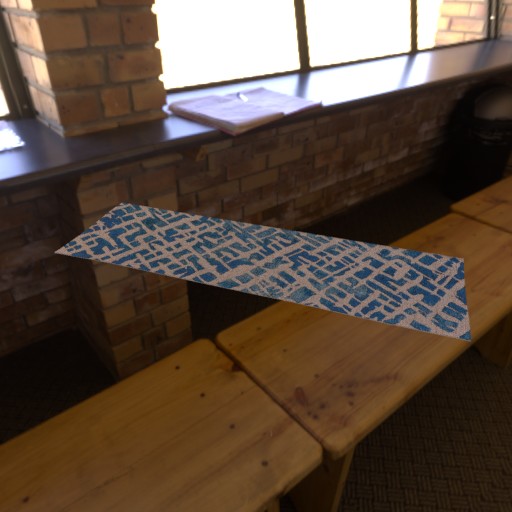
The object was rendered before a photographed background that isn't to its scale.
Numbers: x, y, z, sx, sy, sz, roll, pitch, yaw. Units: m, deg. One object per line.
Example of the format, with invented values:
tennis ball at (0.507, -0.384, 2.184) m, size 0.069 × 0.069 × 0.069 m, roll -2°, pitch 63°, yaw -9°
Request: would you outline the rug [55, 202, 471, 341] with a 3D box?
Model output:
rug at (0.000, 0.000, 2.765) m, size 2.446 × 0.011 × 0.768 m, roll 11°, pitch 34°, yaw 16°
